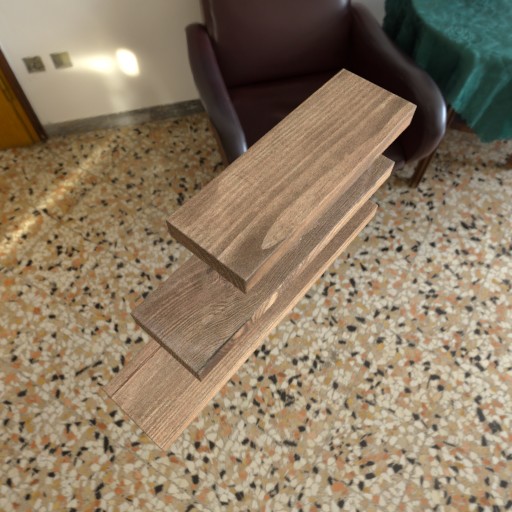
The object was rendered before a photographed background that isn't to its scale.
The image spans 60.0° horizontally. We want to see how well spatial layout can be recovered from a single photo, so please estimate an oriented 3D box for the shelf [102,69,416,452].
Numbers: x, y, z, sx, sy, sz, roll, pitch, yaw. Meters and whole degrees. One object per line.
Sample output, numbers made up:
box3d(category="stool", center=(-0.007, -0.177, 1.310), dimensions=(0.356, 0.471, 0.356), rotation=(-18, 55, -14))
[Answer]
box3d(category="shelf", center=(0.000, 0.000, 0.722), dimensions=(0.140, 0.293, 0.610), rotation=(36, 66, 19))
